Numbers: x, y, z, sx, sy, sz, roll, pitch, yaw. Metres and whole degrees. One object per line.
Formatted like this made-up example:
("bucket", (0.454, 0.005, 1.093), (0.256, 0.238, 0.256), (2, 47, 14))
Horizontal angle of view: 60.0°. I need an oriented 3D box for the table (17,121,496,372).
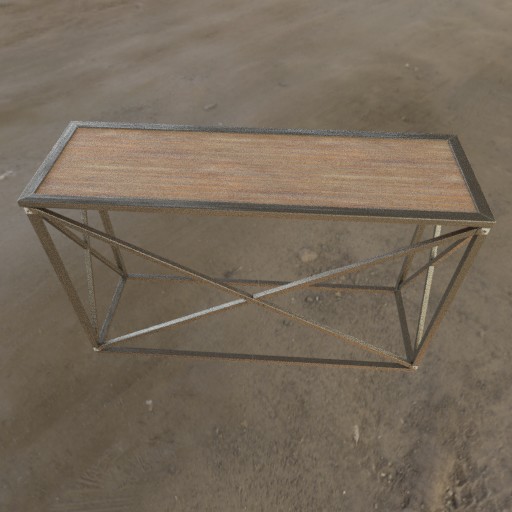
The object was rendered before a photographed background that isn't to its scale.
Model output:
("table", (0.000, 0.000, 1.530), (1.216, 0.753, 0.402), (3, 47, 3))
